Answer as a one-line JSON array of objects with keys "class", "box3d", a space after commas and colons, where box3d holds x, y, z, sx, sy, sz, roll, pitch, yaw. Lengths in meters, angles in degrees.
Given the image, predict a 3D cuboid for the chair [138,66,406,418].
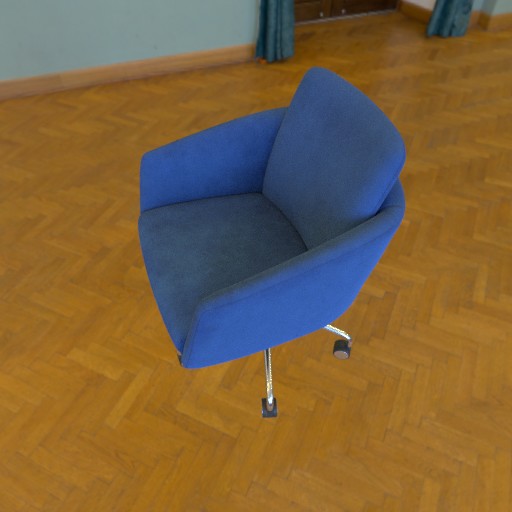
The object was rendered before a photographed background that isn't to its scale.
[{"class": "chair", "box3d": [0.000, 0.000, 1.322, 0.635, 0.908, 0.641, -16, 49, -14]}]
